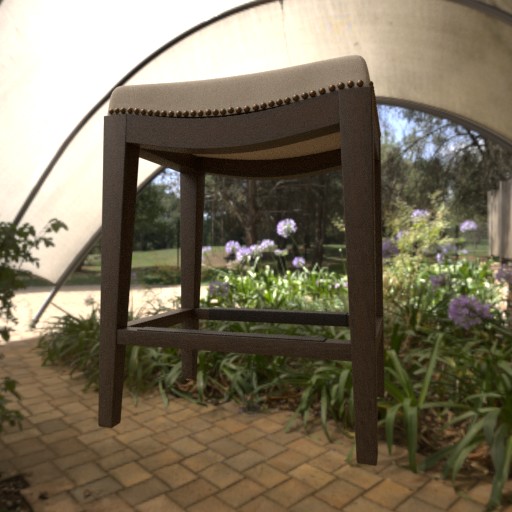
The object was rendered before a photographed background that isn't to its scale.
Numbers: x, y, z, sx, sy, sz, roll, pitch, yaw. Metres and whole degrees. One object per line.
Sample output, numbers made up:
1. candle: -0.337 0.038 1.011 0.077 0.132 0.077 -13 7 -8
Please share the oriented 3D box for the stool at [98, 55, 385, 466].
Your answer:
1. stool: 0.000 0.000 0.915 0.500 0.642 0.361 0 0 18
